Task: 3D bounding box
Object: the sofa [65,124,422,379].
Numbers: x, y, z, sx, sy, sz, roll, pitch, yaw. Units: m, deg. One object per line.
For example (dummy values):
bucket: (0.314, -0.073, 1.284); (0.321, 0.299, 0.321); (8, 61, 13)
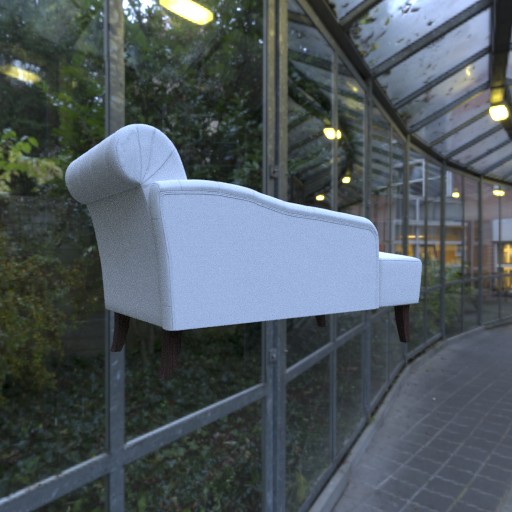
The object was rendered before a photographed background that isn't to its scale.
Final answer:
sofa: (0.000, 0.000, 1.859); (1.379, 0.787, 0.675); (0, 0, -36)
